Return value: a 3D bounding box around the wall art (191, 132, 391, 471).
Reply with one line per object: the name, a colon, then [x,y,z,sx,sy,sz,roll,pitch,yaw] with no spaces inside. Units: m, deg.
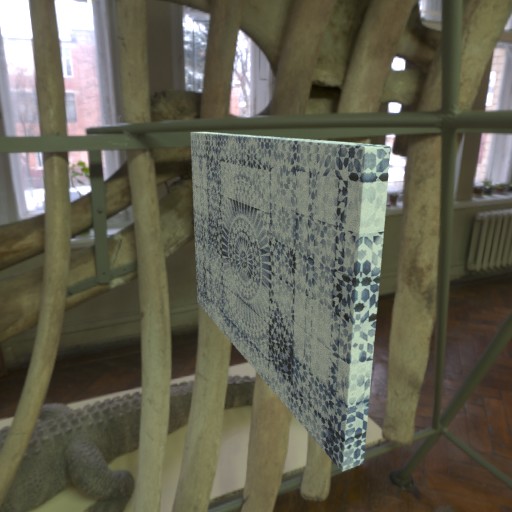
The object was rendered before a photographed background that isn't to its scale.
wall art: [0.000,0.000,1.167,0.057,0.608,0.911,-8,19,-24]
